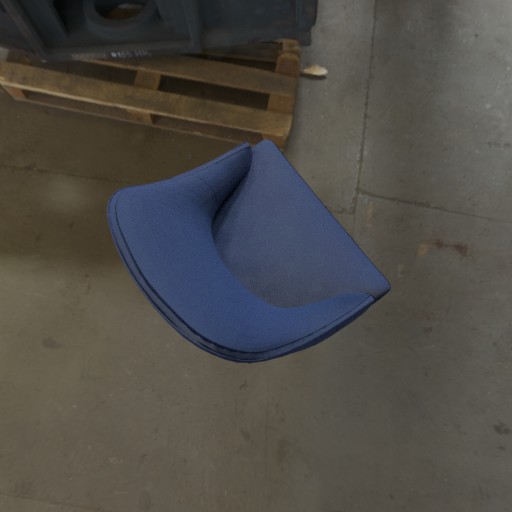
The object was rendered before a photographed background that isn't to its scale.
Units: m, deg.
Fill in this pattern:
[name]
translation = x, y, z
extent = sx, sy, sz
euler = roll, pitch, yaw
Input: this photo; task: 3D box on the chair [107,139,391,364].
[chair]
translation = 0.000, 0.000, 1.306
extent = 0.575, 0.889, 0.643
euler = -35, 78, -8
